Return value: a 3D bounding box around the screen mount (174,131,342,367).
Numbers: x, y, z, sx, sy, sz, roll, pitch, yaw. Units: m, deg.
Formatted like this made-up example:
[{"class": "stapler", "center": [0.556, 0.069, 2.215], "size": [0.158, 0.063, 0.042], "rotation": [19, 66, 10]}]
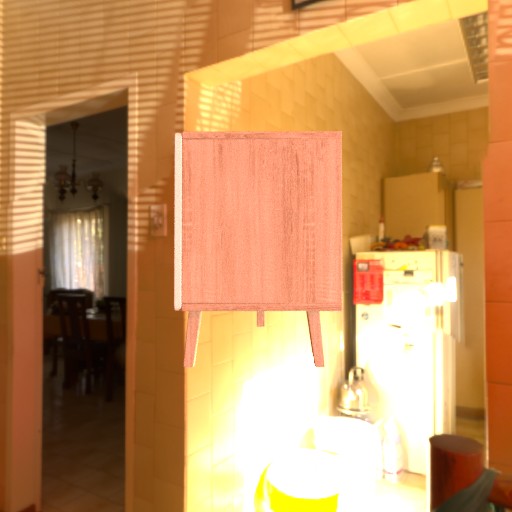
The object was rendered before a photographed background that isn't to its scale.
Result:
[{"class": "screen mount", "center": [0.000, 0.000, 1.803], "size": [0.420, 0.570, 1.500], "rotation": [0, -1, 0]}]
